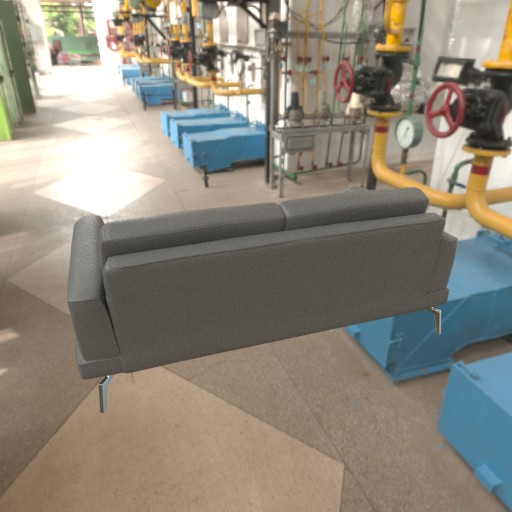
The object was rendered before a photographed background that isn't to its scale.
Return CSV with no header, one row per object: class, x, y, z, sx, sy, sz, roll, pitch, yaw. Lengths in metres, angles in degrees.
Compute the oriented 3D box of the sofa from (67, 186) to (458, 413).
sofa,0.000,0.000,2.754,2.177,0.930,1.121,-9,27,-17
